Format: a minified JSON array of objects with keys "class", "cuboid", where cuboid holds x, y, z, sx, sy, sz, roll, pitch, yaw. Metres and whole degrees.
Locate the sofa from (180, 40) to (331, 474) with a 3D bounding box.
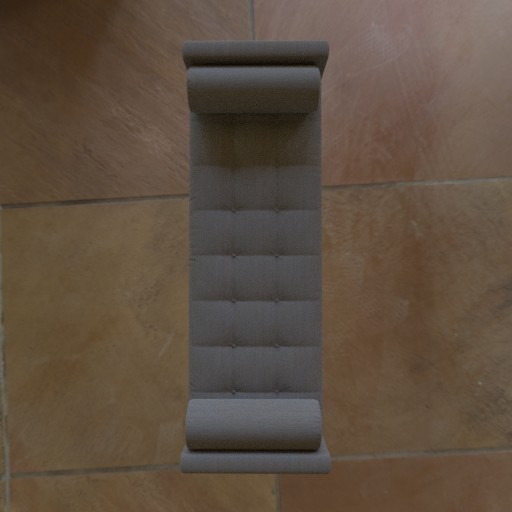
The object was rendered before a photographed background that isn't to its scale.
[{"class":"sofa","cuboid":[0.000,0.000,2.315,0.686,0.635,1.981,0,88,1]}]
